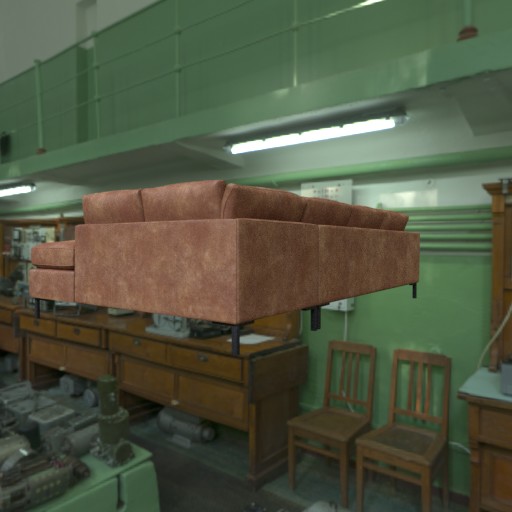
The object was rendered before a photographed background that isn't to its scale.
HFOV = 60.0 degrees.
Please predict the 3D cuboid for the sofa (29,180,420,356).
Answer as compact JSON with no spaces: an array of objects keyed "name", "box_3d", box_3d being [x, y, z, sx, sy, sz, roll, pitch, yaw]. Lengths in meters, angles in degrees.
[{"name":"sofa","box_3d":[0.000,0.000,3.849,1.938,0.877,2.984,1,2,36]}]
